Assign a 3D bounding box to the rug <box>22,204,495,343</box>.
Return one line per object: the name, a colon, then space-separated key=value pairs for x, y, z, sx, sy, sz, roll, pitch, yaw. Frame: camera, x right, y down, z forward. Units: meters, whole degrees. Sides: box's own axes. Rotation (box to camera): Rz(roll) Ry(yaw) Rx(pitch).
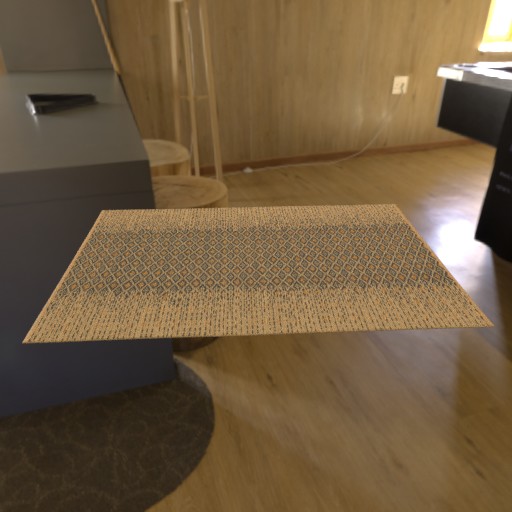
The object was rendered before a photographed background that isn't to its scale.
rug: x=0.000 y=0.000 z=2.239 sx=1.828 sy=0.005 sz=1.219 roll=-2 pitch=30 yaw=-3
